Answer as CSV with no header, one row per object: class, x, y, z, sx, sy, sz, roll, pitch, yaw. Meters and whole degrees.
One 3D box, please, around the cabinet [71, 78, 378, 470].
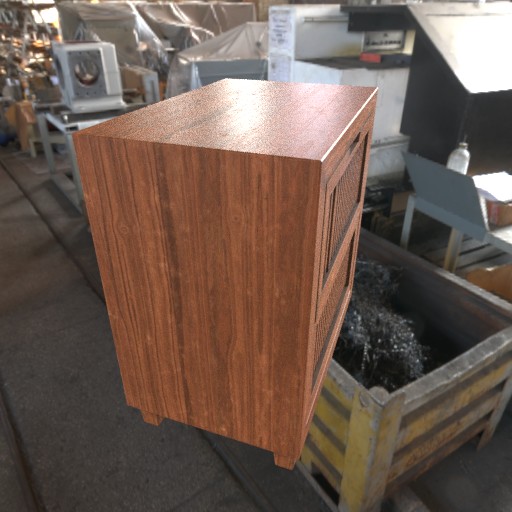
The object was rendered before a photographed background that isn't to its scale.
cabinet,0.000,0.000,1.058,0.410,0.695,0.607,10,32,17
